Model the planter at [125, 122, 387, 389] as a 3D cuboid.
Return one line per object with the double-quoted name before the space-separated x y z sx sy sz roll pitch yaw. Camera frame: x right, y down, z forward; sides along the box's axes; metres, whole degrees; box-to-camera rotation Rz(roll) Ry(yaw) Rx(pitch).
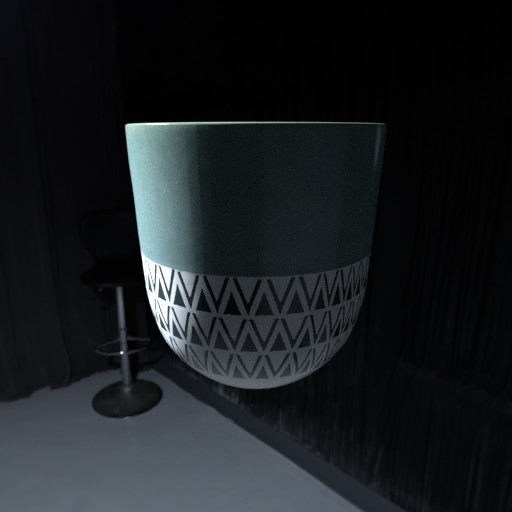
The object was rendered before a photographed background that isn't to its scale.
"planter" 0.000 0.000 0.378 0.198 0.214 0.198 0 16 0
